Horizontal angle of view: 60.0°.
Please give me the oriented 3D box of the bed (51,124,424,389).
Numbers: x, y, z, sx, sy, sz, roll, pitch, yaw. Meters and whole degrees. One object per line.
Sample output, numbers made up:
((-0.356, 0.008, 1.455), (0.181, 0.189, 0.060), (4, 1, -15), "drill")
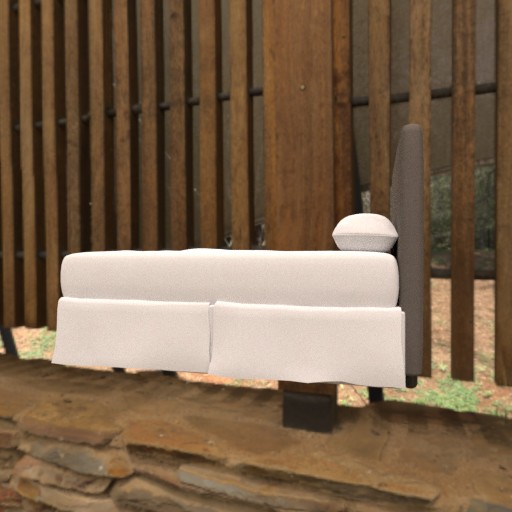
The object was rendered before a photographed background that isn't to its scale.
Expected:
((0.000, 0.000, 3.189), (2.142, 1.330, 1.723), (0, 0, 15), "bed")
